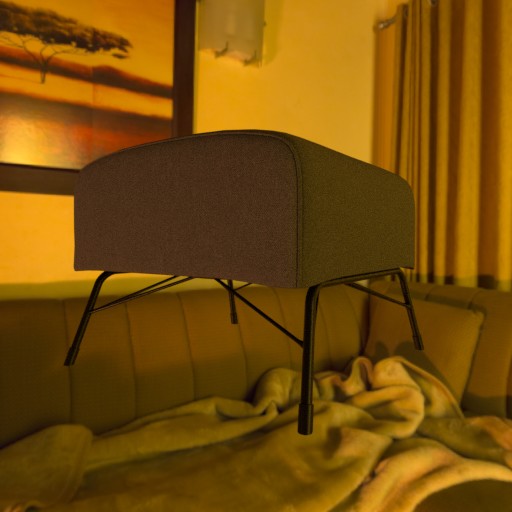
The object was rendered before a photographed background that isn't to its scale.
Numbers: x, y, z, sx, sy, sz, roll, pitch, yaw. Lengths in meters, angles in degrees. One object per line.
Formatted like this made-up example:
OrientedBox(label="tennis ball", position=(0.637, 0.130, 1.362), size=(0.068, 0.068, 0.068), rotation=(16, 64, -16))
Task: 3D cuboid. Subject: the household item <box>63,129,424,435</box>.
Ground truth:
OrientedBox(label="household item", position=(0.000, 0.000, 0.896), size=(0.530, 0.410, 0.530), rotation=(1, 3, 35))
